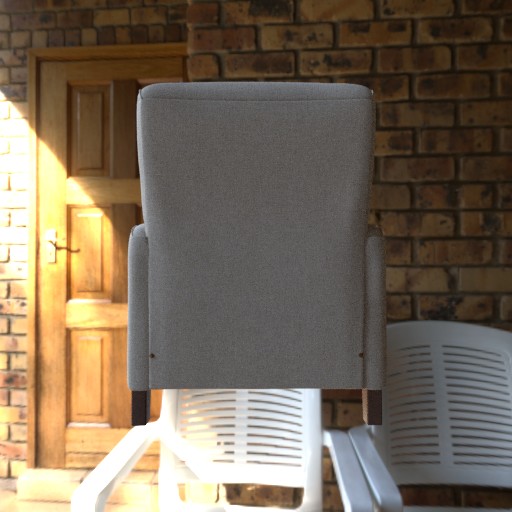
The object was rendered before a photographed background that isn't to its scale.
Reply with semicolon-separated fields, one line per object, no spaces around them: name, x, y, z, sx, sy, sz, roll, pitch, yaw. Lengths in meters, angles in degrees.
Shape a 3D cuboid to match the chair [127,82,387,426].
chair;0.000;0.000;1.670;0.845;1.023;0.859;0;0;-1
